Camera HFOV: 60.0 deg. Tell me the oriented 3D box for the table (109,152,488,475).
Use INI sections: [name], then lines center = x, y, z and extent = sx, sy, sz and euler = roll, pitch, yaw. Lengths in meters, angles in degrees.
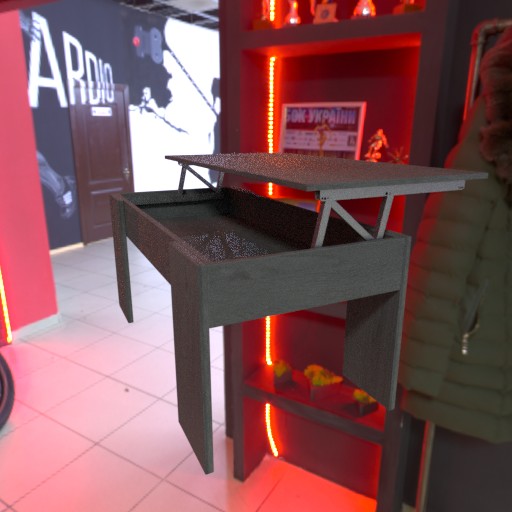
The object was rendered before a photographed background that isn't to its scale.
[table]
center = 0.000, 0.000, 1.386
extent = 0.711, 0.570, 1.000
euler = -8, 18, -25
